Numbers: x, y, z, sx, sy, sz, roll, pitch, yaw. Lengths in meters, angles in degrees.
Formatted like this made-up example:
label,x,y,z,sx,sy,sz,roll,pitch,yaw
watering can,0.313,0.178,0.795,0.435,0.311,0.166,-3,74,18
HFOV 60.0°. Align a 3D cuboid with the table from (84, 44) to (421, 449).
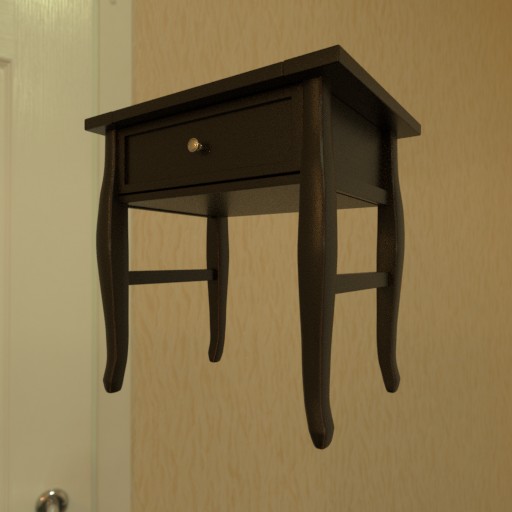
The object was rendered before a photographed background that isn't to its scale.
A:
label,x,y,z,sx,sy,sz,roll,pitch,yaw
table,0.000,0.000,0.992,0.602,0.604,0.460,0,-1,34
